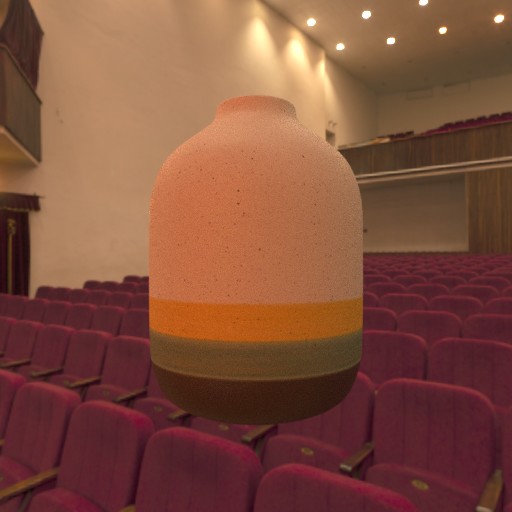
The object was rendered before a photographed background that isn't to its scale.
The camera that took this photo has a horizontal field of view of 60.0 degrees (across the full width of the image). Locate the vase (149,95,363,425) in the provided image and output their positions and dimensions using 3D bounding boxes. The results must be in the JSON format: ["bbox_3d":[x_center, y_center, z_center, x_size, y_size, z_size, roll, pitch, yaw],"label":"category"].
[{"bbox_3d":[0.000,0.000,0.361,0.169,0.240,0.169,0,0,0],"label":"vase"}]
